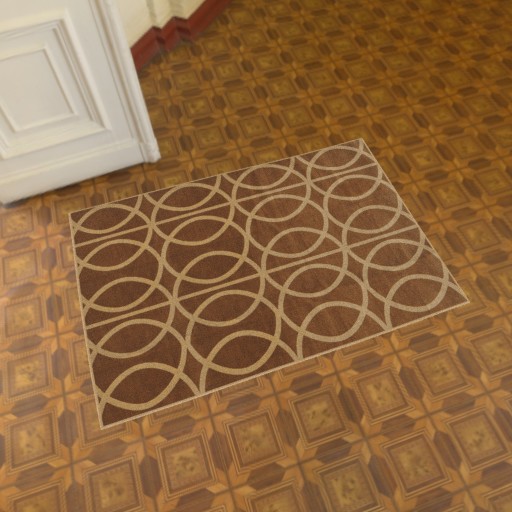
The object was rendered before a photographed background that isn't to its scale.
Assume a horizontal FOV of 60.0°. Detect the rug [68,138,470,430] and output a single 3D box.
[{"bbox_3d":[0.000,0.000,2.931,2.294,0.014,1.528,-16,60,-10],"label":"rug"}]
